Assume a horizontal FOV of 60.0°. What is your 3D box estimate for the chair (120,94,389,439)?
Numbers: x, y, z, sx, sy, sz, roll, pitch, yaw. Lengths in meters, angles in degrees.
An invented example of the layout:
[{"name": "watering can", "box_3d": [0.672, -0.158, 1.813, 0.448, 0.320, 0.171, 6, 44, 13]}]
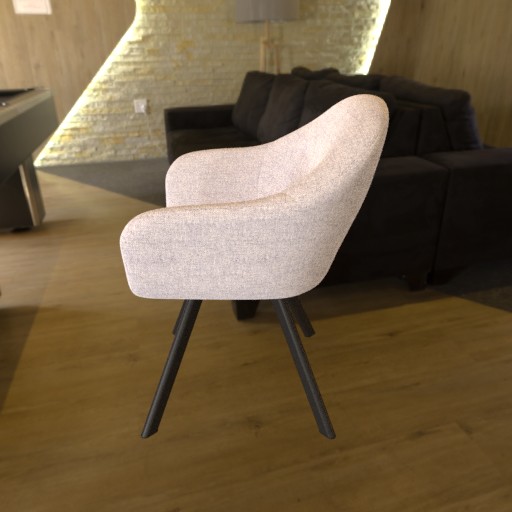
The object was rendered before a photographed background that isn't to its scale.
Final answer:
[{"name": "chair", "box_3d": [0.000, 0.000, 1.137, 0.570, 0.780, 0.540, 0, 25, 0]}]
